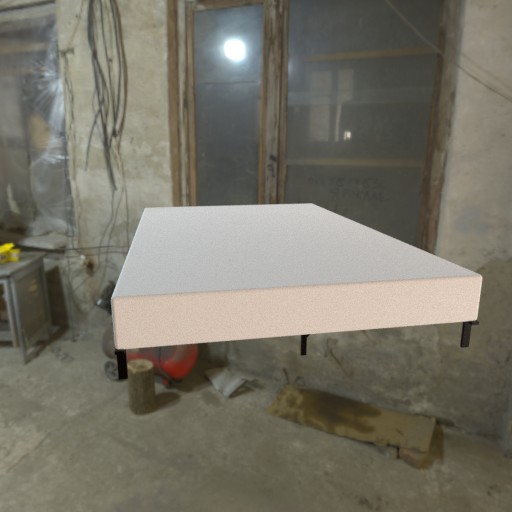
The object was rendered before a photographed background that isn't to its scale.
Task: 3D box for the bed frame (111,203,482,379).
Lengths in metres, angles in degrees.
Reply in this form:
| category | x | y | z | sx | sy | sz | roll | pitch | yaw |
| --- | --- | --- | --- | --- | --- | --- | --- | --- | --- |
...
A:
| category | x | y | z | sx | sy | sz | roll | pitch | yaw |
| --- | --- | --- | --- | --- | --- | --- | --- | --- | --- |
| bed frame | 0.000 | 0.000 | 3.657 | 1.930 | 0.440 | 2.987 | -3 | 15 | -10 |
